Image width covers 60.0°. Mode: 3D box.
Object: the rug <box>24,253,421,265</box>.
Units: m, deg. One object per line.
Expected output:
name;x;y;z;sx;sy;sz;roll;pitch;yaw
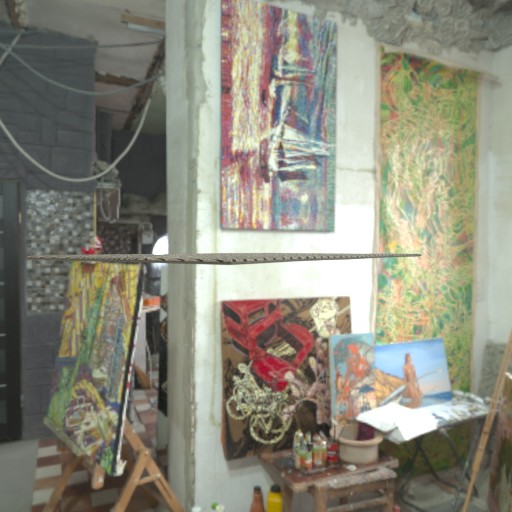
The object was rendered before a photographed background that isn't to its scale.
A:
rug;0.000;0.000;3.045;1.539;0.023;2.406;1;1;36
